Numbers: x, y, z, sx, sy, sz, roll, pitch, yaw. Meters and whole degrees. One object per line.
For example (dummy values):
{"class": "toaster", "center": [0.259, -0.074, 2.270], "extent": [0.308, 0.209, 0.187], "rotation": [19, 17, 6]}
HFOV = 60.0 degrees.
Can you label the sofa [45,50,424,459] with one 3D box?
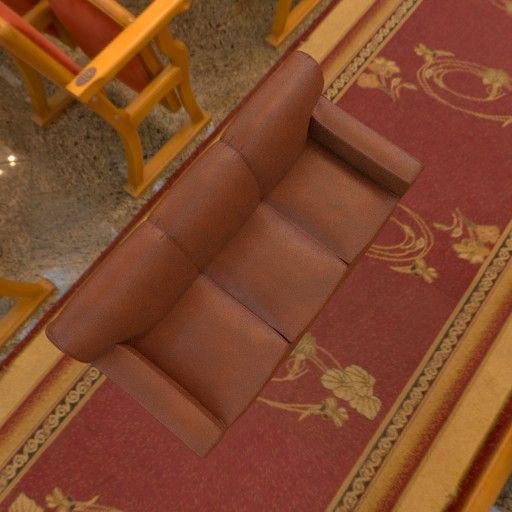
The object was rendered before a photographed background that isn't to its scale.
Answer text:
{"class": "sofa", "center": [0.000, 0.000, 2.589], "extent": [1.008, 0.953, 2.039], "rotation": [37, 78, 9]}
